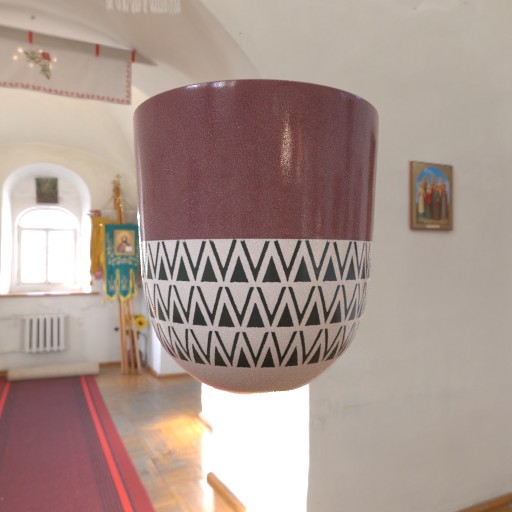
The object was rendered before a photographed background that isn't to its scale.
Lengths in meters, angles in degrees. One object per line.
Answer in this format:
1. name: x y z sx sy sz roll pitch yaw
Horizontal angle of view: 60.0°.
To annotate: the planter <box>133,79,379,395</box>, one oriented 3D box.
1. planter: 0.000 0.000 0.364 0.195 0.214 0.195 0 0 0
